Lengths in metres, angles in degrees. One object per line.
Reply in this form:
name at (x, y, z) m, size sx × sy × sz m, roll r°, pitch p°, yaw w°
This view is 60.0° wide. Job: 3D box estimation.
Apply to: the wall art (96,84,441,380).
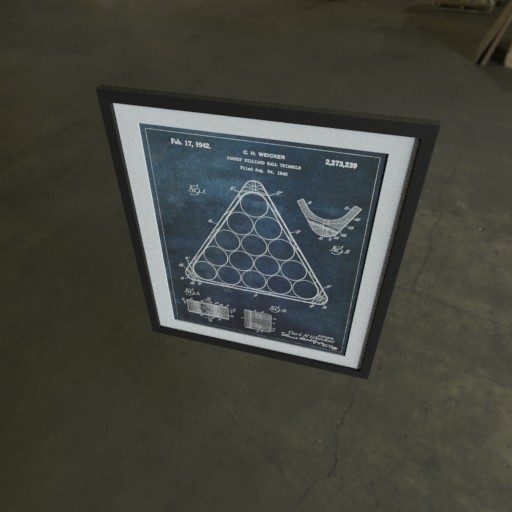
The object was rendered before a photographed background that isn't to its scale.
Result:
wall art at (0.000, 0.000, 1.232) m, size 0.755 × 0.863 × 0.028 m, roll 10°, pitch 42°, yaw 11°
